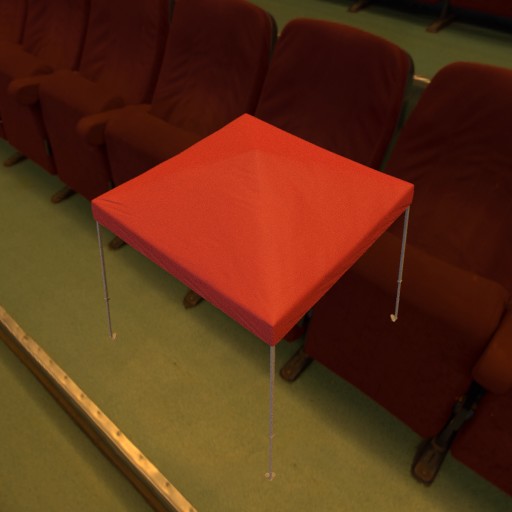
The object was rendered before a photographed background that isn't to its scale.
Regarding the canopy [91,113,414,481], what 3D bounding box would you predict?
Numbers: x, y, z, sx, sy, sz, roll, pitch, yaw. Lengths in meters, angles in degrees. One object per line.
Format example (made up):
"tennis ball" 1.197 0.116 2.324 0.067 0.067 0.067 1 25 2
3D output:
"canopy" 0.000 0.000 6.532 3.600 3.600 3.599 31 53 27
